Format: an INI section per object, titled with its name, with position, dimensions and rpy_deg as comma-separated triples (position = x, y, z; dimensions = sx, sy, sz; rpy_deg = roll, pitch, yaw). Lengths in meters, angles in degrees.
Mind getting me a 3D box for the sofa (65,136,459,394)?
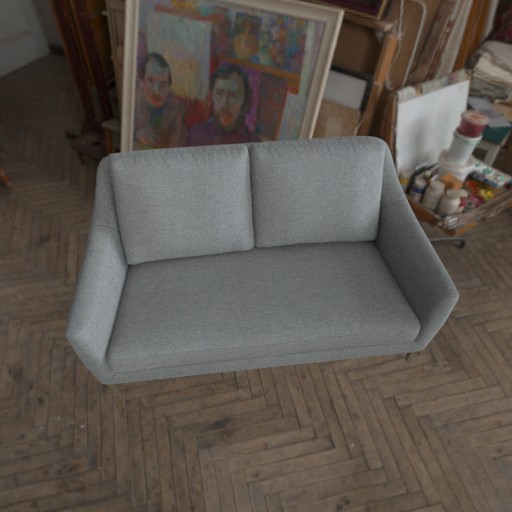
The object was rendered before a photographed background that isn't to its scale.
[sofa]
position = 0.000, 0.000, 2.201
dimensions = 1.619, 0.904, 0.960
rpy_deg = -5, 48, -4
